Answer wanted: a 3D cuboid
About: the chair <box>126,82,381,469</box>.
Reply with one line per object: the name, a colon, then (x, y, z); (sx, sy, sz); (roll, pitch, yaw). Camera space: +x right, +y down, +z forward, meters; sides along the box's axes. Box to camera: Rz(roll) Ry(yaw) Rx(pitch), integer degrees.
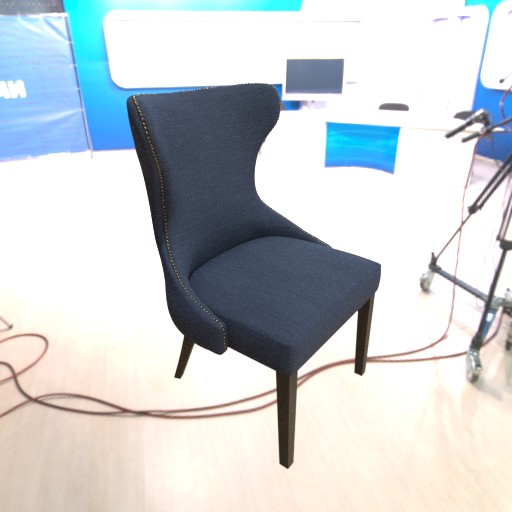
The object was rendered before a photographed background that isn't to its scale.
chair: (0.000, 0.000, 1.388); (0.635, 0.967, 0.628); (19, 32, 33)
